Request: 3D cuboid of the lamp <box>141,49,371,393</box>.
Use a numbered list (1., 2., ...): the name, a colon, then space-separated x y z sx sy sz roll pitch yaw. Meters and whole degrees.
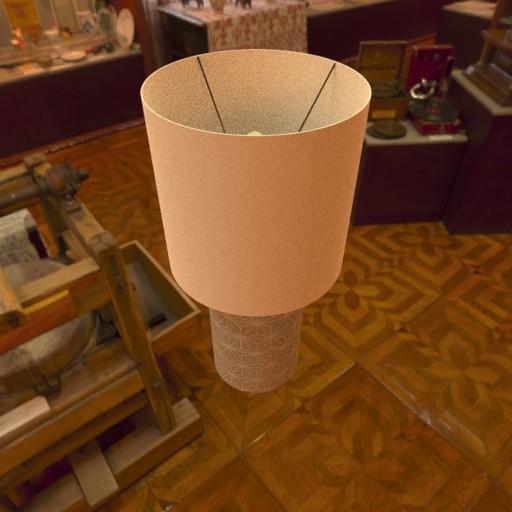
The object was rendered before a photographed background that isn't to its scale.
1. lamp: 0.000 0.000 0.540 0.206 0.416 0.206 -26 48 -27
